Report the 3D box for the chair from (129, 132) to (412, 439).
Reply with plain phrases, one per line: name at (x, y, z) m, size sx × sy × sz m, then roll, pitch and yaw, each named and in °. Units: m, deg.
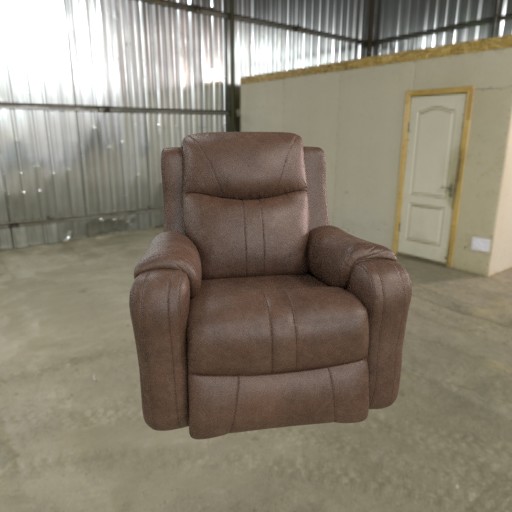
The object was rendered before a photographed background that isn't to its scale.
chair at (0.000, 0.000, 1.849) m, size 0.940 × 0.990 × 1.067 m, roll -3°, pitch 16°, yaw -9°
